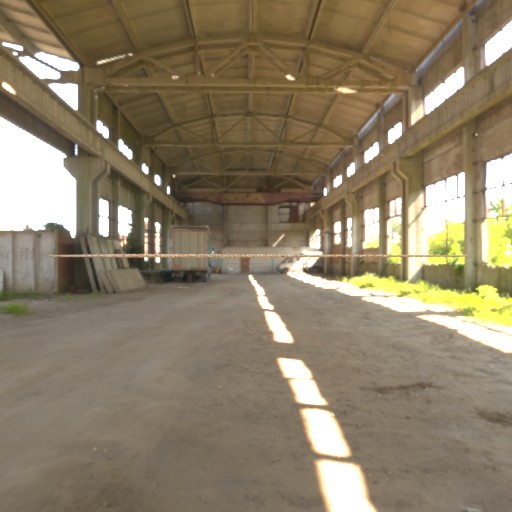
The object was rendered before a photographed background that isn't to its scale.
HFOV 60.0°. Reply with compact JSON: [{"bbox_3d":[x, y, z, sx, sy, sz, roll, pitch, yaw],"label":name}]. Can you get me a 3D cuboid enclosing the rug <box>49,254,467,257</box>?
[{"bbox_3d":[0.000,0.000,2.779,2.141,0.013,1.566,0,0,-35],"label":"rug"}]
